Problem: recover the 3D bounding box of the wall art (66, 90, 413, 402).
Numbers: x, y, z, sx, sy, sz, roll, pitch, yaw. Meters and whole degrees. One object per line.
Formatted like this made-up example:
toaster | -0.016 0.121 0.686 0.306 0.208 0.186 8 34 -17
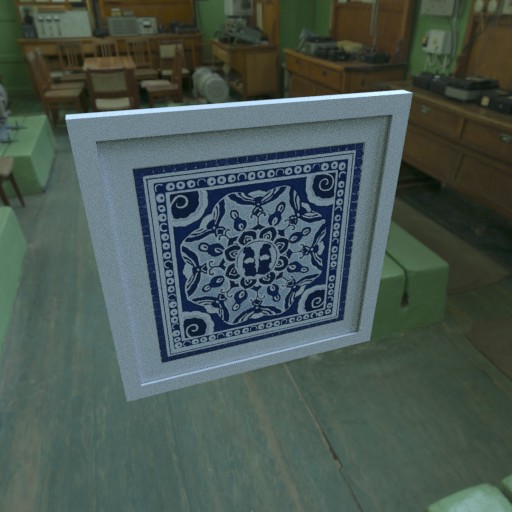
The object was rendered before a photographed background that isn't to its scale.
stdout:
wall art | 0.000 0.000 0.837 0.559 0.559 0.028 -10 32 -16
